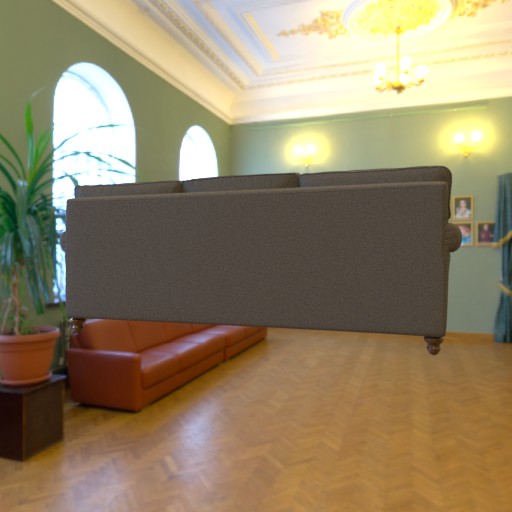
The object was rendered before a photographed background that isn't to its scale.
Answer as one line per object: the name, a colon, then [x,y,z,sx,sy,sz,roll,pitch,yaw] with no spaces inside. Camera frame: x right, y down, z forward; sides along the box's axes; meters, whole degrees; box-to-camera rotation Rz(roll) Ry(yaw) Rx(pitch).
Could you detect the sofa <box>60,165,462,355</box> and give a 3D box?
sofa: [0.000,0.000,2.825,2.353,0.948,0.966,0,0,17]
